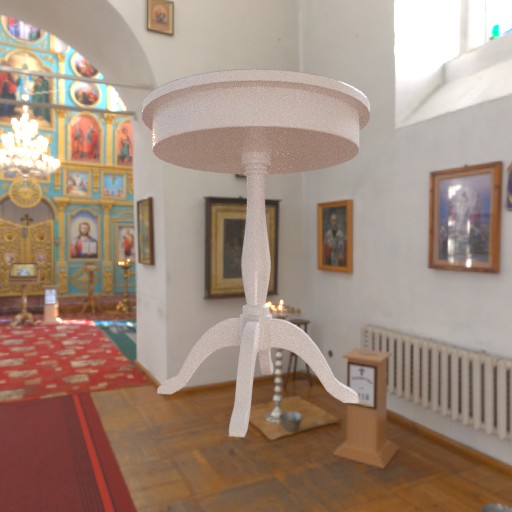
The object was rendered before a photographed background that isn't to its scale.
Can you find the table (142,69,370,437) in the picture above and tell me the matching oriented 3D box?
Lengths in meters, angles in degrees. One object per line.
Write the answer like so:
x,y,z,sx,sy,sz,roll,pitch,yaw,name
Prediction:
0.000,0.000,1.028,0.513,0.653,0.513,0,0,0,table
